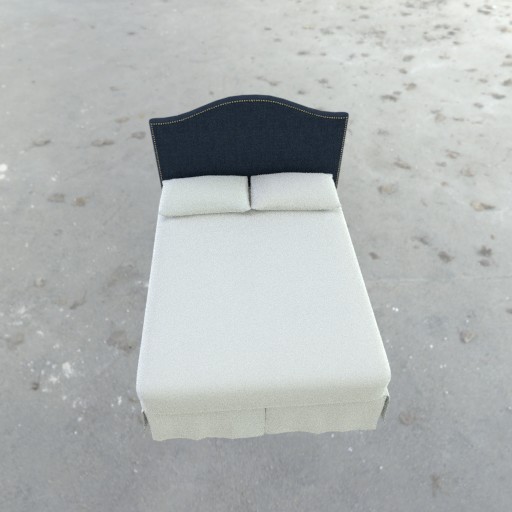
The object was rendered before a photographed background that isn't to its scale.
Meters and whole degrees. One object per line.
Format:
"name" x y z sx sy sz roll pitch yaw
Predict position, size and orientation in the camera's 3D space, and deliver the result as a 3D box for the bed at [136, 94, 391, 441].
"bed" 0.000 0.000 3.333 1.725 1.518 2.153 -3 46 -3
